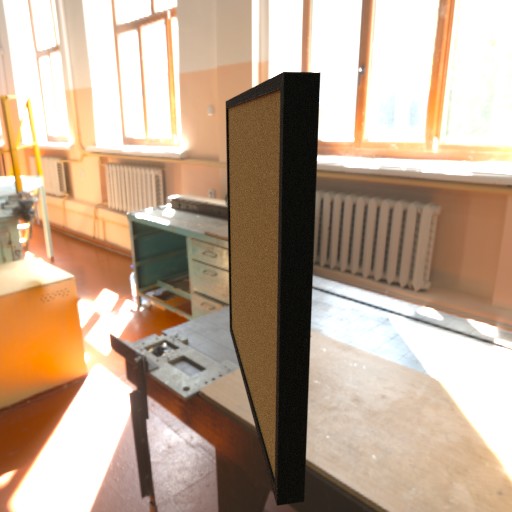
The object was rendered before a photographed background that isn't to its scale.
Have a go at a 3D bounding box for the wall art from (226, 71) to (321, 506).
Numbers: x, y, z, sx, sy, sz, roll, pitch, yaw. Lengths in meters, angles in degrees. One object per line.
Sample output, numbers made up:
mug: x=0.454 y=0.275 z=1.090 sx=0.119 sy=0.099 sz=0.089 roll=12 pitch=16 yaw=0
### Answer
wall art: x=0.000 y=0.000 z=0.727 sx=0.036 sy=0.506 sz=0.506 roll=-3 pitch=16 yaw=-10
